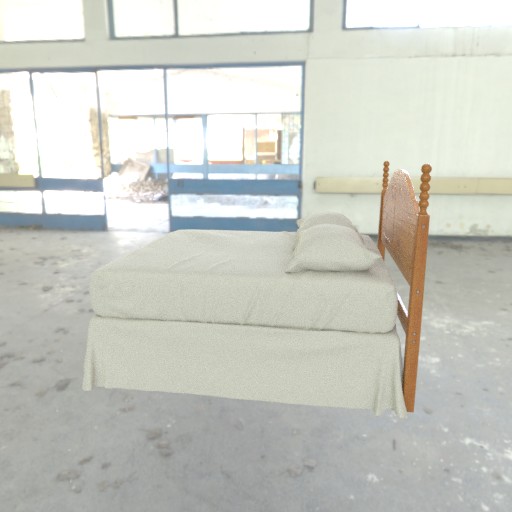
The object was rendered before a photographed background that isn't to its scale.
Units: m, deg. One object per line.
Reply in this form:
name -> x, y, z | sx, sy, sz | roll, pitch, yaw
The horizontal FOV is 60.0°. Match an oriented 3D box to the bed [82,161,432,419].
bed -> 0.000, 0.000, 3.256 | 2.040, 1.356, 1.873 | 2, 13, 9
